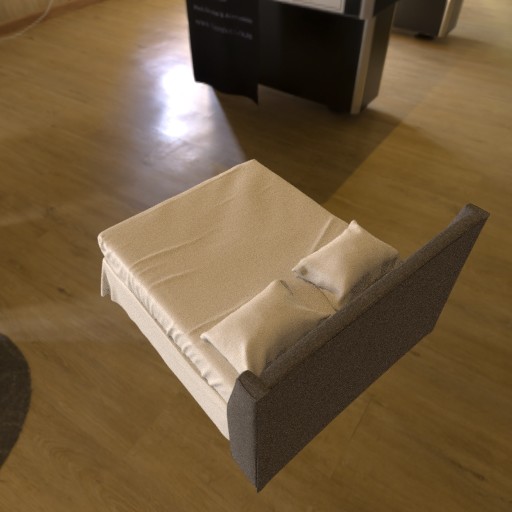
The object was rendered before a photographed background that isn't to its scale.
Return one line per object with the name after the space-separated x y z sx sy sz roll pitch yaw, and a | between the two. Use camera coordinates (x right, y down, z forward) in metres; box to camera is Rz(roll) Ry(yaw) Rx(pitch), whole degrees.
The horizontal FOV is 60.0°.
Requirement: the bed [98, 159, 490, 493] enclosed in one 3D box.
0.000 0.000 3.363 1.925 1.332 2.276 -31 54 -26 | bed
